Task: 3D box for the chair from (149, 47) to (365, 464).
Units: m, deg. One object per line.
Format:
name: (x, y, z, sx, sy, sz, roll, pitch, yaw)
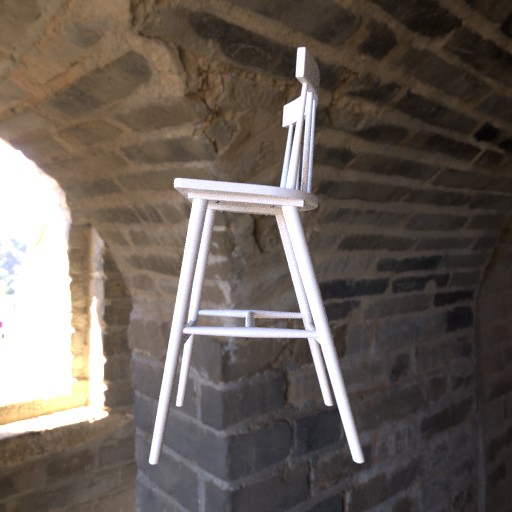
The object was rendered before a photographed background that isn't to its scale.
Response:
chair: (0.000, 0.000, 1.389, 0.572, 1.092, 0.483, 0, 0, -1)
